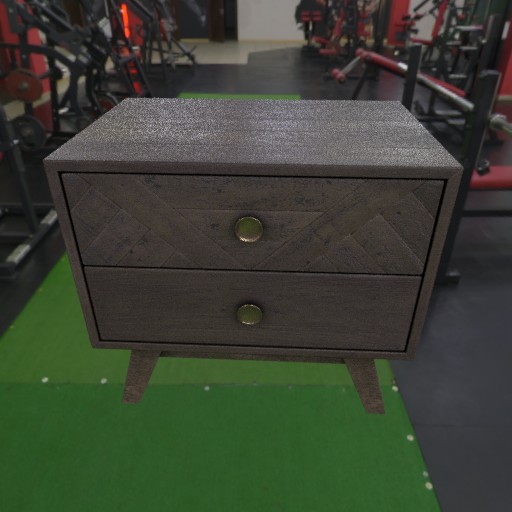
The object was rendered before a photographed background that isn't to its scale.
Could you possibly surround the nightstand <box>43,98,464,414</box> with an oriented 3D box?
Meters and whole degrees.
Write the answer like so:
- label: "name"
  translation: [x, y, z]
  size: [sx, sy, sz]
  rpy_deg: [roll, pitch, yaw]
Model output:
- label: "nightstand"
  translation: [0.000, 0.000, 1.021]
  size: [0.650, 0.599, 0.450]
  rpy_deg: [2, 32, 3]
